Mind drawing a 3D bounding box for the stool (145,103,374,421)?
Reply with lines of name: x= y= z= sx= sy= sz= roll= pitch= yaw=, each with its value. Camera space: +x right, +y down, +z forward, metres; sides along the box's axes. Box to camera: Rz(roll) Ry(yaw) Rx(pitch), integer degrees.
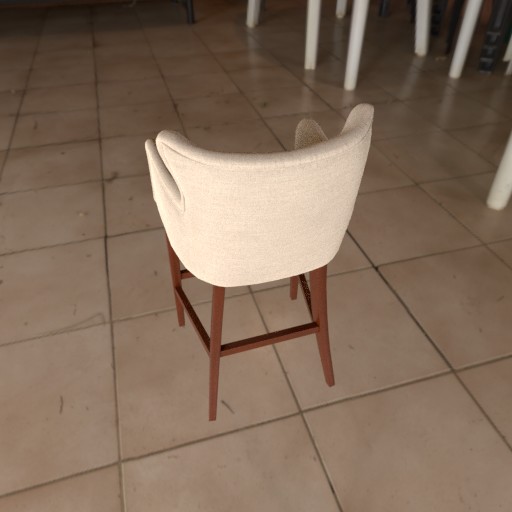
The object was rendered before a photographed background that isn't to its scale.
stool: x=0.000 y=0.000 z=1.442 sx=0.556 sy=1.034 sz=0.563 roll=-12 pitch=41 yaw=-13
